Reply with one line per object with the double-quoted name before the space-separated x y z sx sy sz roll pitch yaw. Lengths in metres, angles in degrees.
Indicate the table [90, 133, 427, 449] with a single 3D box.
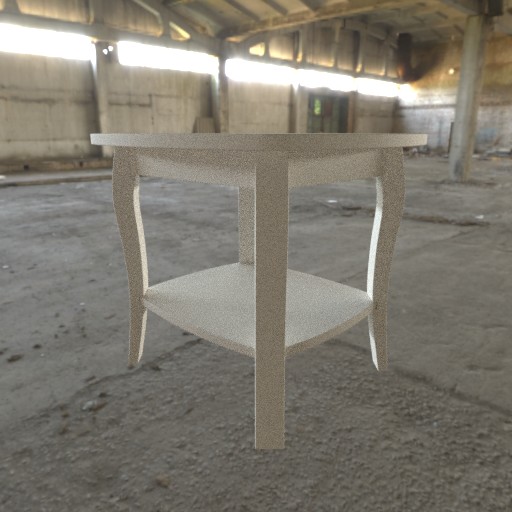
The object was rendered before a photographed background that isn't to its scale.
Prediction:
"table" 0.000 0.000 0.820 0.502 0.438 0.451 15 21 42
